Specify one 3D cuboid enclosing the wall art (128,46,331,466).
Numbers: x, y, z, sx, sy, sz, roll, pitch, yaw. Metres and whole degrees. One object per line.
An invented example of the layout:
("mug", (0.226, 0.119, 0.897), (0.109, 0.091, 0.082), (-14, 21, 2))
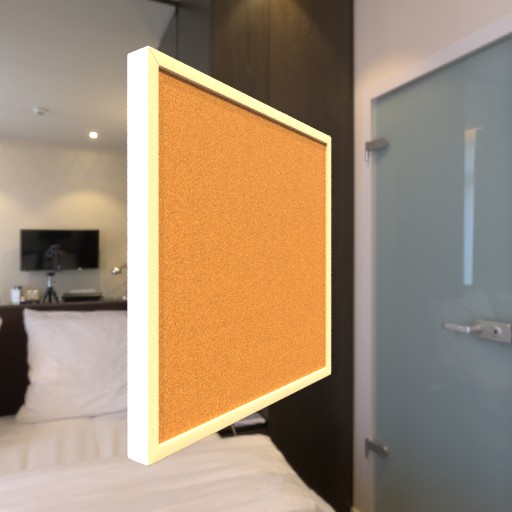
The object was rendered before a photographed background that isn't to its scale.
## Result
("wall art", (0.000, 0.000, 0.752), (0.038, 0.508, 0.508), (0, 0, 35))
